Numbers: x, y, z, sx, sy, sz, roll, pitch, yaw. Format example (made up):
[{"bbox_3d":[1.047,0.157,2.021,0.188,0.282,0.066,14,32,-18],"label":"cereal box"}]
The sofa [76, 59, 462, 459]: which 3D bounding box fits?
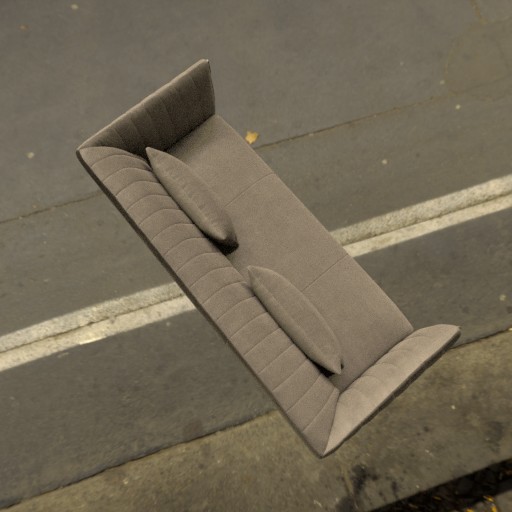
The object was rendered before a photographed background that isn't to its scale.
[{"bbox_3d":[0.000,0.000,2.485,0.876,0.780,1.980,-39,78,-10],"label":"sofa"}]
